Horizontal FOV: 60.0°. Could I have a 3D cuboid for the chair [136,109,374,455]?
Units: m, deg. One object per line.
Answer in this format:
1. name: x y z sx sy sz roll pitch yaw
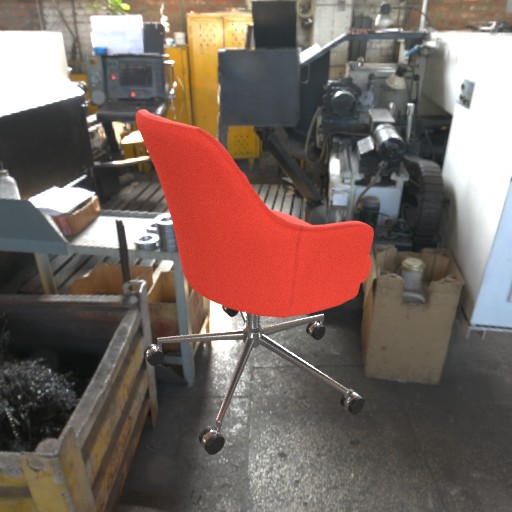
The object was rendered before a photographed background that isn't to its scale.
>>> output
1. chair: 0.000 0.000 1.258 0.600 0.820 0.655 -18 32 -31
